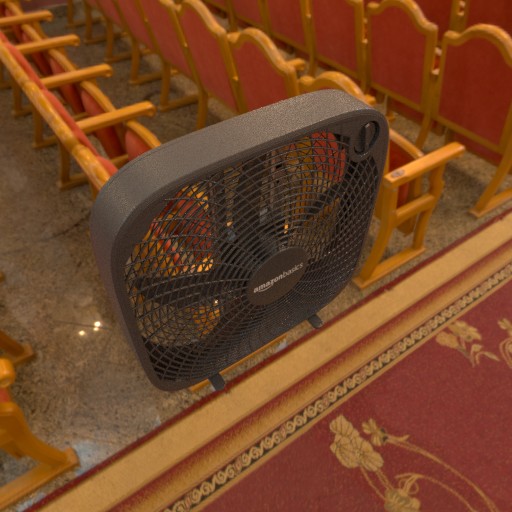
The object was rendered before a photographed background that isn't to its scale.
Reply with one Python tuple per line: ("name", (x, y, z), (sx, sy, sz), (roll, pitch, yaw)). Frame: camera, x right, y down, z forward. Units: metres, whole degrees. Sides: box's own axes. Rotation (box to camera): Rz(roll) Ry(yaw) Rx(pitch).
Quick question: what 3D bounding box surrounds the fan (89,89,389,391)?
("fan", (0.000, 0.000, 0.818), (0.526, 0.533, 0.142), (-27, 53, -23))
